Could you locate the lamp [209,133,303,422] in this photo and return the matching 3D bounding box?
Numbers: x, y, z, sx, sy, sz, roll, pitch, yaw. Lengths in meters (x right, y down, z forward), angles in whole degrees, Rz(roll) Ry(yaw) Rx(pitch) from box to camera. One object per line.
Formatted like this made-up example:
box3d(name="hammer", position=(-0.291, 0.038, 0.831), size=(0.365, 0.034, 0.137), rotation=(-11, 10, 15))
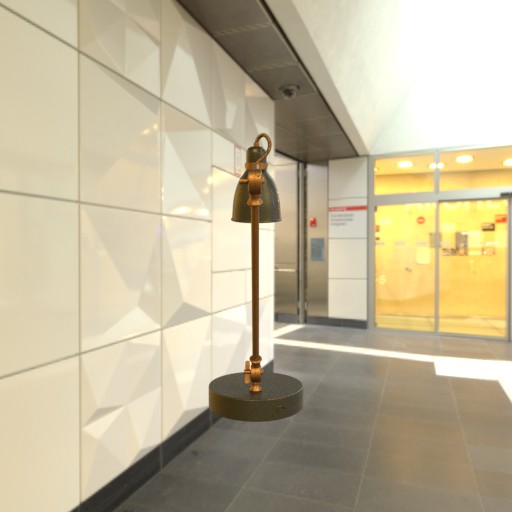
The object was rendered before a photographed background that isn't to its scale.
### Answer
box3d(name="lamp", position=(0.000, 0.000, 0.907), size=(0.187, 0.587, 0.561), rotation=(0, 1, 0))
